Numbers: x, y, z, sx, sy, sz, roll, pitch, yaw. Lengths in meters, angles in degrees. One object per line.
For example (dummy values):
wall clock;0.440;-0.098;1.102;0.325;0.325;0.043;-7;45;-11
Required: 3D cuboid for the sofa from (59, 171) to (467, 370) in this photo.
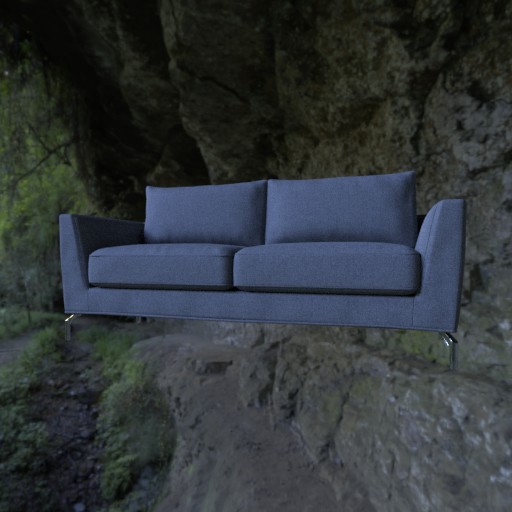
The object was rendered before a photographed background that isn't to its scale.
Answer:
sofa;0.000;0.000;2.658;2.212;1.002;0.869;0;0;19
